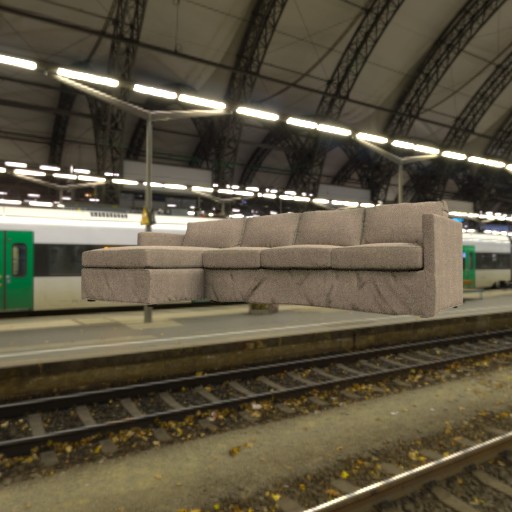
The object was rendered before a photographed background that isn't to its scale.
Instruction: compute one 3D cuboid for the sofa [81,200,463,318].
[{"bbox_3d":[0.000,0.000,4.066,3.205,0.922,1.650,-1,-1,37],"label":"sofa"}]
